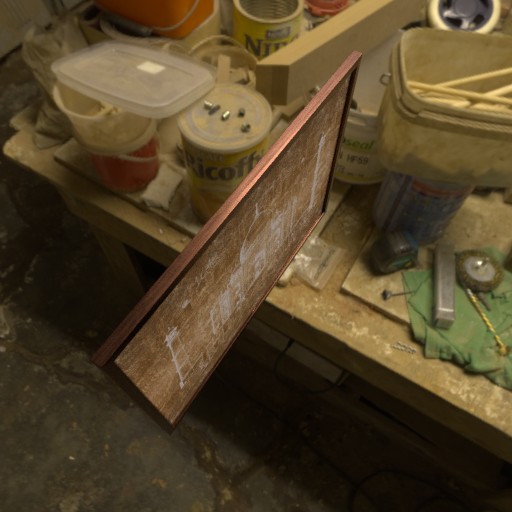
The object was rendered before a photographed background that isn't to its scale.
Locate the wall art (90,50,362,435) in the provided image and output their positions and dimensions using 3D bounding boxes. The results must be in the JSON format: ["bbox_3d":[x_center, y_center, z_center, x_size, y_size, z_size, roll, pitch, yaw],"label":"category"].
[{"bbox_3d":[0.000,0.000,0.545,0.012,0.304,0.431,29,64,16],"label":"wall art"}]
